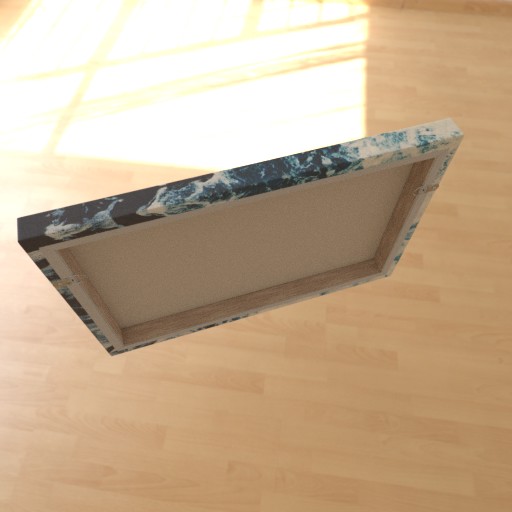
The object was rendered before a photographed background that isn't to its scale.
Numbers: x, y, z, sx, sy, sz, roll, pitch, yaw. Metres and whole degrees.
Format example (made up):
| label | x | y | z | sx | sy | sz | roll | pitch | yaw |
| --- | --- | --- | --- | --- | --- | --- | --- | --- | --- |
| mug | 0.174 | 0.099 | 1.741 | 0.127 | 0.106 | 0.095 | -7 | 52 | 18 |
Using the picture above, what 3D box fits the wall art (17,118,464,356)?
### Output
| label | x | y | z | sx | sy | sz | roll | pitch | yaw |
| --- | --- | --- | --- | --- | --- | --- | --- | --- | --- |
| wall art | 0.000 | 0.000 | 0.758 | 0.609 | 0.407 | 0.043 | -15 | 59 | -9 |
